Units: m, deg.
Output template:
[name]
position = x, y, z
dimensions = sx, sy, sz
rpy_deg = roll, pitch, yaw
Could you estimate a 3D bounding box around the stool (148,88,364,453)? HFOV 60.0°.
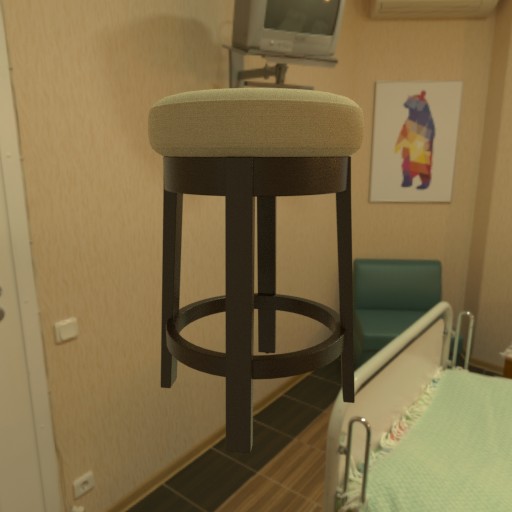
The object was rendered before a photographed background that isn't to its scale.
[stool]
position = 0.000, 0.000, 0.964
dimensions = 0.449, 0.655, 0.449
rpy_deg = 0, 13, 0
